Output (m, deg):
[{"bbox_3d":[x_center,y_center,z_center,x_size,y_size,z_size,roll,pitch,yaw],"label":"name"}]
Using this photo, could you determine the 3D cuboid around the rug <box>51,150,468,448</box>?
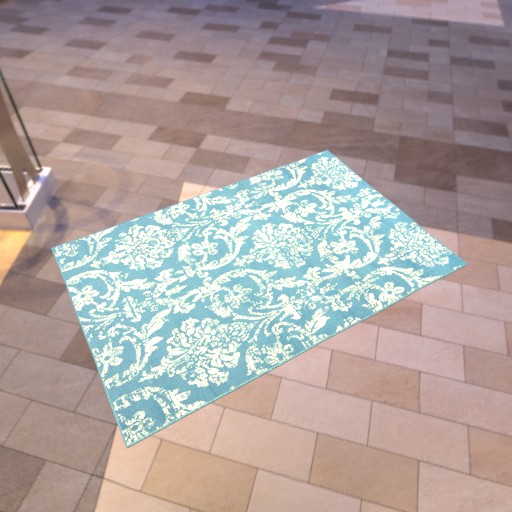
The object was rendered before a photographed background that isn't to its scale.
[{"bbox_3d":[0.000,0.000,2.332,1.833,0.012,1.211,-23,51,-20],"label":"rug"}]
